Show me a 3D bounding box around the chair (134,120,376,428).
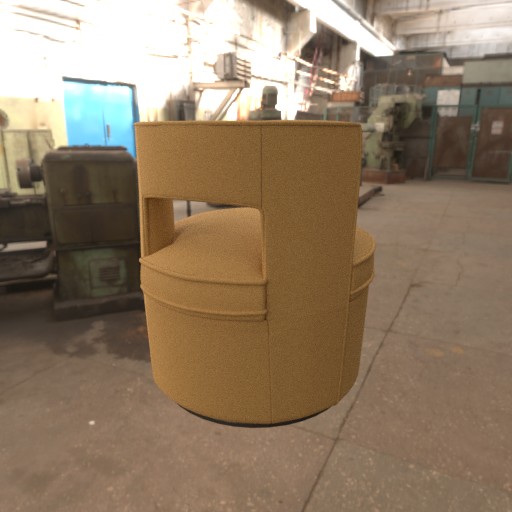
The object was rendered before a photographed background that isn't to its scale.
[{"bbox_3d":[0.000,0.000,1.249,0.650,0.723,0.665,9,18,28],"label":"chair"}]
